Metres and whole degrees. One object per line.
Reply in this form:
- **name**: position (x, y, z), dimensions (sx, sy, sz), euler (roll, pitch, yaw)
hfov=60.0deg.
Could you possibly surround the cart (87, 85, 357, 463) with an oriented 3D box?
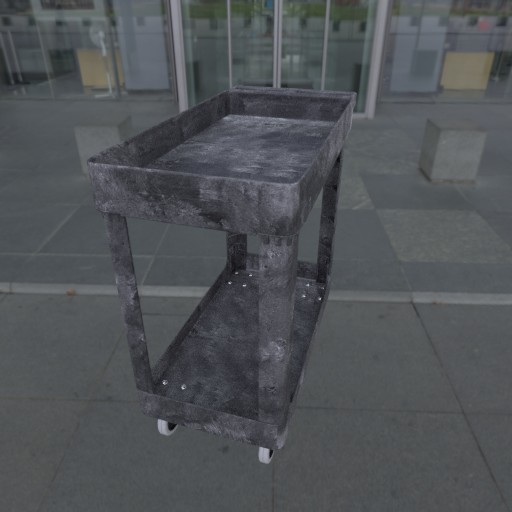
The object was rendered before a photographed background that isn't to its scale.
- **cart**: position (0.000, 0.000, 1.343), dimensions (0.420, 0.824, 0.877), euler (9, 32, 15)
